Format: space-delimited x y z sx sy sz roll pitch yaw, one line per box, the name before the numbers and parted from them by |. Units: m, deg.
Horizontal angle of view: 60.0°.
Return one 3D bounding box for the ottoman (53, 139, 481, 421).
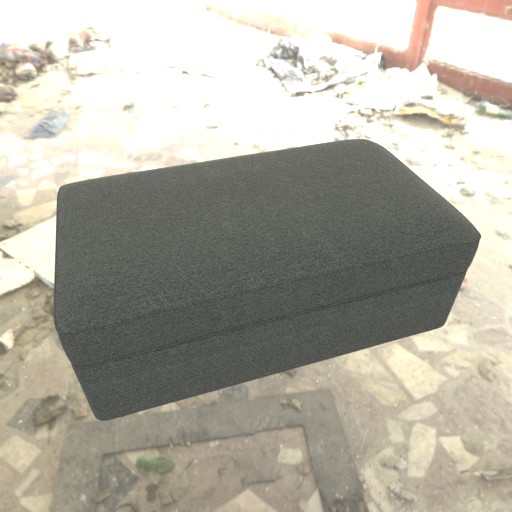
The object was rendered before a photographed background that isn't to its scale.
ottoman | 0.000 0.000 1.490 1.173 0.494 0.681 -12 42 -14
